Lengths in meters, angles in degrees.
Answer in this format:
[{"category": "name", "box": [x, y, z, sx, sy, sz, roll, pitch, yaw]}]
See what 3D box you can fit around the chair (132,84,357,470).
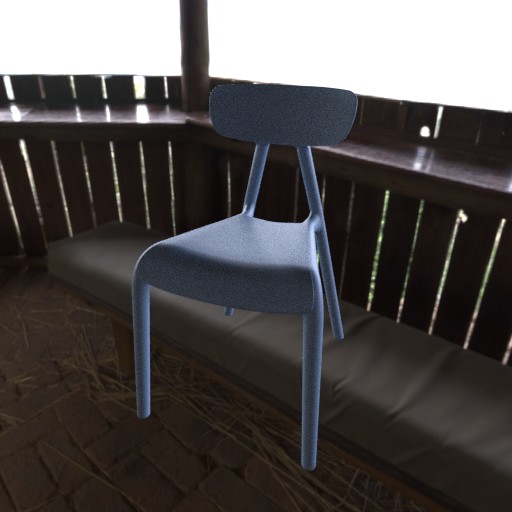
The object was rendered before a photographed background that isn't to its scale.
[{"category": "chair", "box": [0.000, 0.000, 0.848, 0.356, 0.580, 0.401, 9, 28, 18]}]
